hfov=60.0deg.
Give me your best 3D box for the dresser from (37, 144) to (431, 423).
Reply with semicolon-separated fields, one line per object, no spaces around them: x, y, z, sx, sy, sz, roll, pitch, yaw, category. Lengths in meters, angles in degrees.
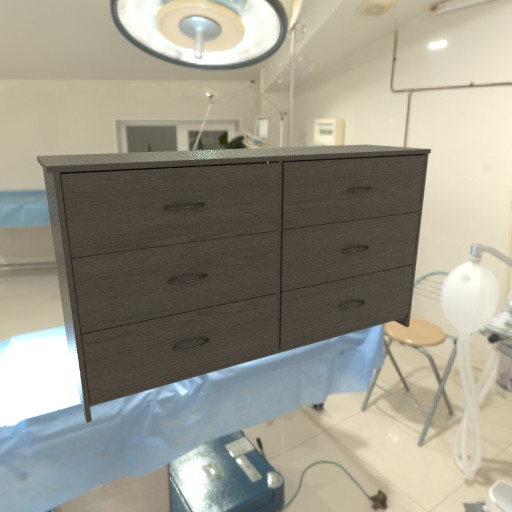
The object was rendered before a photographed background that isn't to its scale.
0.000;0.000;1.654;1.360;0.755;0.401;-9;19;-27;dresser
